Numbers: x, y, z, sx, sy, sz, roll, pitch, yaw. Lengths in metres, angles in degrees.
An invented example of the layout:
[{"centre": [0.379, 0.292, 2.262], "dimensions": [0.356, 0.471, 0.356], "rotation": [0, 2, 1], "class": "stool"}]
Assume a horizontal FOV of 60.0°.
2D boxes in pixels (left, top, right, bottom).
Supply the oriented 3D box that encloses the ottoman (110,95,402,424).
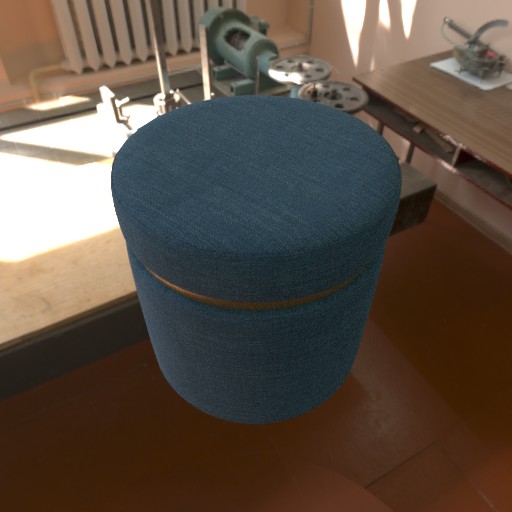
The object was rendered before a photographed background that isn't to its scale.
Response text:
[{"centre": [0.000, 0.000, 0.737], "dimensions": [0.398, 0.406, 0.398], "rotation": [0, 44, 0], "class": "ottoman"}]
